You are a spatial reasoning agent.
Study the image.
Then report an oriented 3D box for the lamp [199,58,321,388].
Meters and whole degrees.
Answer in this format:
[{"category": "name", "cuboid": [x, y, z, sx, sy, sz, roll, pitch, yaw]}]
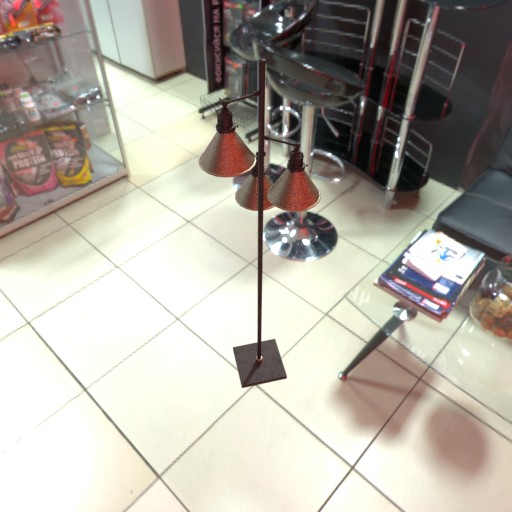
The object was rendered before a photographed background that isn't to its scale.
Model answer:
[{"category": "lamp", "cuboid": [0.000, 0.000, 1.953, 0.428, 1.716, 0.415, -10, 46, -10]}]
